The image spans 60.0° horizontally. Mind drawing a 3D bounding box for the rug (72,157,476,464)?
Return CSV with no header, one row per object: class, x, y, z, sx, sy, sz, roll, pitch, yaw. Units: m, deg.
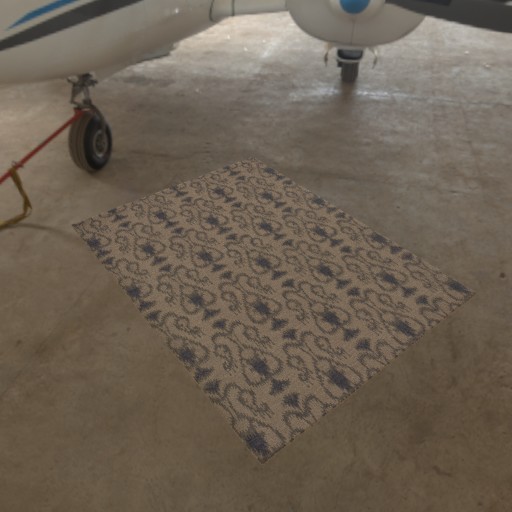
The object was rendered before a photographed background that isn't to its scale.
rug,0.000,0.000,4.282,2.437,0.015,3.205,-27,47,-28
